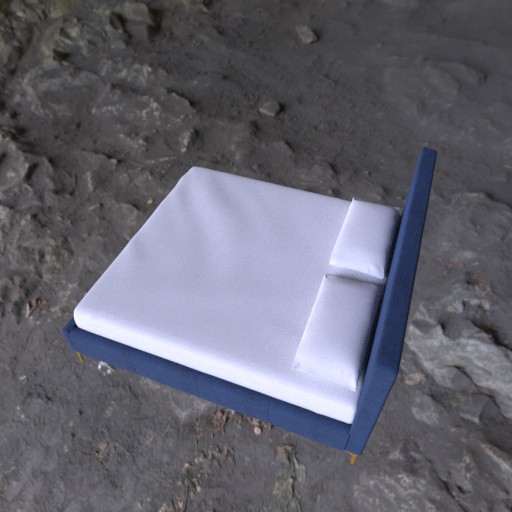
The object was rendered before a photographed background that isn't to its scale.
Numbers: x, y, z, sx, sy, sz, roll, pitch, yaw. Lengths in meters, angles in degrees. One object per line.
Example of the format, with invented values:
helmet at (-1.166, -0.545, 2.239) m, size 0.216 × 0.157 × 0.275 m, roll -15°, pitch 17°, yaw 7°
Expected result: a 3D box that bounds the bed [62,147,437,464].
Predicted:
bed at (0.000, 0.000, 3.473) m, size 2.232 × 1.231 × 2.096 m, roll 15°, pitch 48°, yaw 14°
